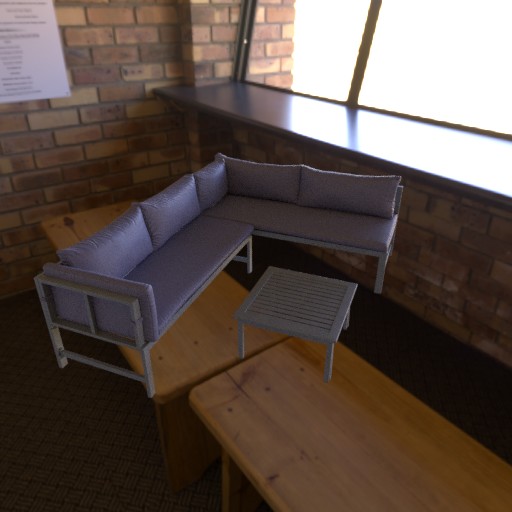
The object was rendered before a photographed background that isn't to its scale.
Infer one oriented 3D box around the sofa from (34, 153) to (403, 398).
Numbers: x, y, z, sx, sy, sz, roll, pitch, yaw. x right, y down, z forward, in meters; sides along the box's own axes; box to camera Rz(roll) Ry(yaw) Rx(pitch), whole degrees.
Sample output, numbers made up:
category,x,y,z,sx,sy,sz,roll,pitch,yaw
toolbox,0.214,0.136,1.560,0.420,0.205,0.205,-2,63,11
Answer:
category,x,y,z,sx,sy,sz,roll,pitch,yaw
sofa,0.000,0.000,3.034,1.658,0.762,2.149,11,31,19
